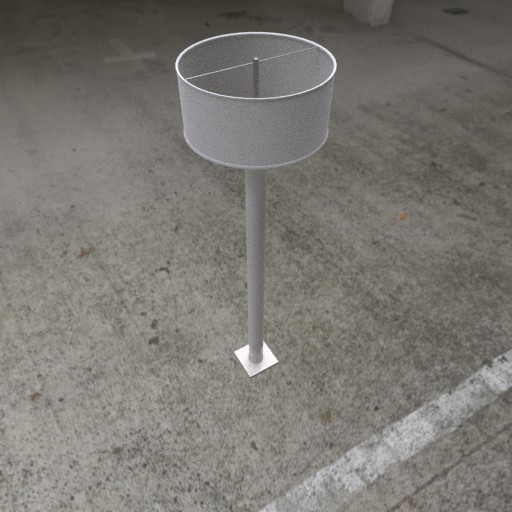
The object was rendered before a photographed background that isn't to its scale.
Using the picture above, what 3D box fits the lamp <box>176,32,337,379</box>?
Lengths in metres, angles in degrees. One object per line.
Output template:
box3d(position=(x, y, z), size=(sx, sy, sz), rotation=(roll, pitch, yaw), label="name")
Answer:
box3d(position=(0.000, 0.000, 1.679), size=(0.420, 1.475, 0.420), rotation=(-23, 50, -21), label="lamp")
